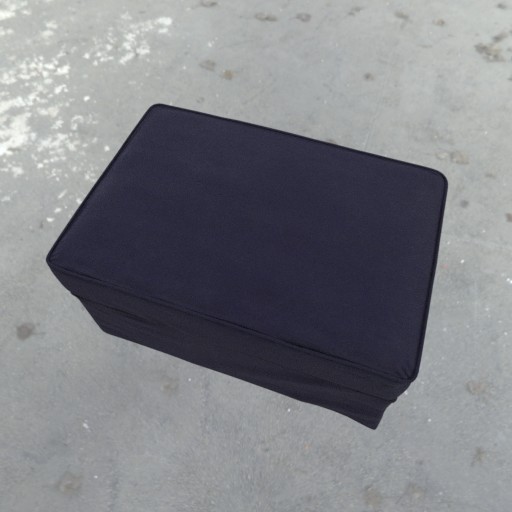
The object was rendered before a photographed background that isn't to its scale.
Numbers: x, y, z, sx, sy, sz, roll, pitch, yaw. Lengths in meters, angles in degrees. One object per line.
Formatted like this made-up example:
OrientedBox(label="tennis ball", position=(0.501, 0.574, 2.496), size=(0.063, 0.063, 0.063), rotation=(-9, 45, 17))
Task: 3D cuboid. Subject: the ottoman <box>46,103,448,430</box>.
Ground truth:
OrientedBox(label="ottoman", position=(0.000, 0.000, 1.313), size=(0.938, 0.503, 0.637), rotation=(16, 60, 10))
